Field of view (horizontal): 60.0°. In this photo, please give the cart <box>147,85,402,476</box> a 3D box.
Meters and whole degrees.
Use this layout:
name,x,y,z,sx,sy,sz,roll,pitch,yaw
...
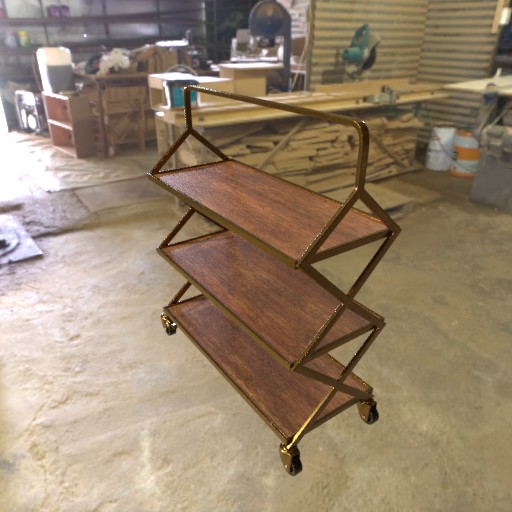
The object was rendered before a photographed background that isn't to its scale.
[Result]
name,x,y,z,sx,sy,sz,roll,pitch,yaw
cart,0.000,0.000,1.194,0.313,0.805,0.723,-18,32,-31
